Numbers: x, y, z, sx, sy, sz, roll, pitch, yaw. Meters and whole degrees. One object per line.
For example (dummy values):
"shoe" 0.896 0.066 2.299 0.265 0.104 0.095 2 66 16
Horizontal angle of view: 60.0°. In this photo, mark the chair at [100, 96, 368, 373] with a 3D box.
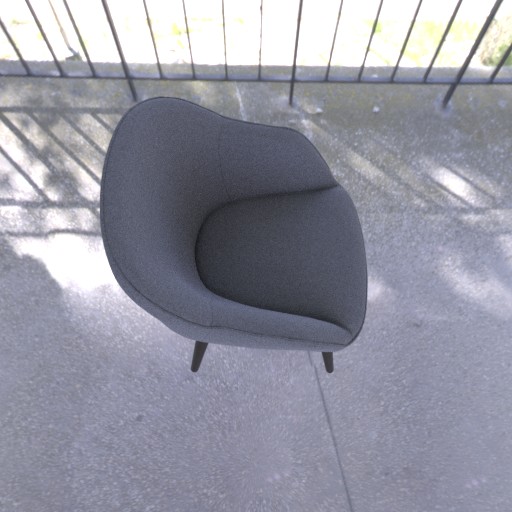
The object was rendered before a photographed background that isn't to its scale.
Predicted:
"chair" 0.000 0.000 1.232 0.611 0.810 0.589 0 65 0
